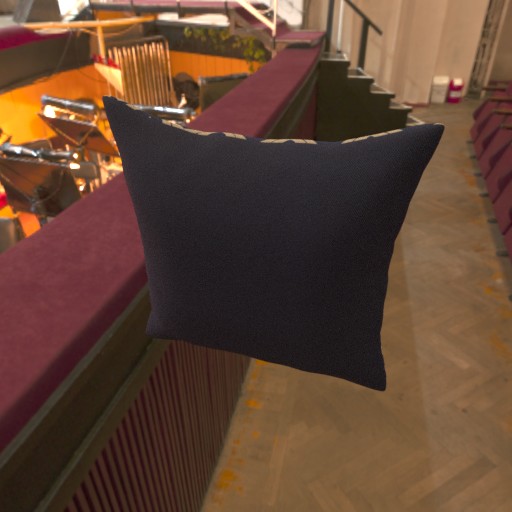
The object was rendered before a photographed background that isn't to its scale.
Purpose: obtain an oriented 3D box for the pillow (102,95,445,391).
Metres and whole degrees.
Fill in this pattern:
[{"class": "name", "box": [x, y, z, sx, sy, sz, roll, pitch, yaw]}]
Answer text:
[{"class": "pillow", "box": [0.000, 0.000, 0.756, 0.504, 0.494, 0.188, 10, 33, 15]}]
